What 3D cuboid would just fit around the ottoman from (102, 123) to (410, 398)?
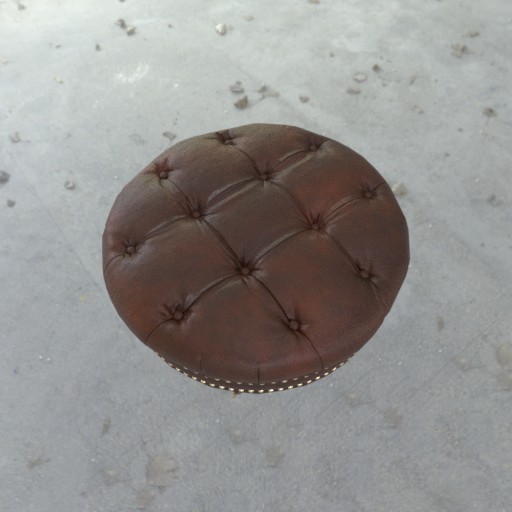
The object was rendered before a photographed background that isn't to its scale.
[{"bbox_3d":[0.000,0.000,1.418,0.901,0.455,0.901,0,56,0],"label":"ottoman"}]
